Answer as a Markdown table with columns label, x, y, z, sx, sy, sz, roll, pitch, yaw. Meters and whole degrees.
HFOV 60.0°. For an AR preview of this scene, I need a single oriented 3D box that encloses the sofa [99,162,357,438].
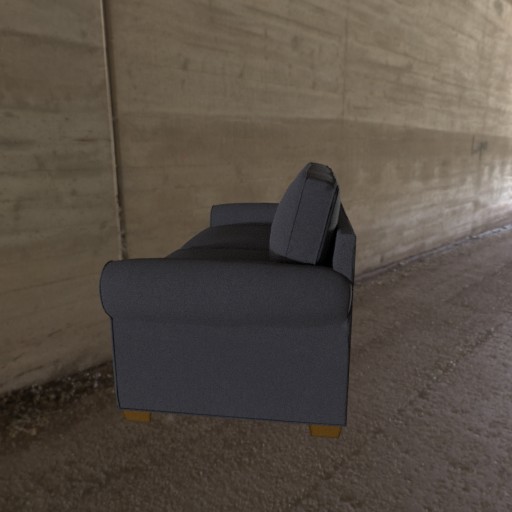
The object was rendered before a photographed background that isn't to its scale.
| label | x | y | z | sx | sy | sz | roll | pitch | yaw |
| --- | --- | --- | --- | --- | --- | --- | --- | --- | --- |
| sofa | 0.000 | 0.000 | 2.527 | 0.951 | 1.031 | 2.009 | 2 | 14 | 7 |
